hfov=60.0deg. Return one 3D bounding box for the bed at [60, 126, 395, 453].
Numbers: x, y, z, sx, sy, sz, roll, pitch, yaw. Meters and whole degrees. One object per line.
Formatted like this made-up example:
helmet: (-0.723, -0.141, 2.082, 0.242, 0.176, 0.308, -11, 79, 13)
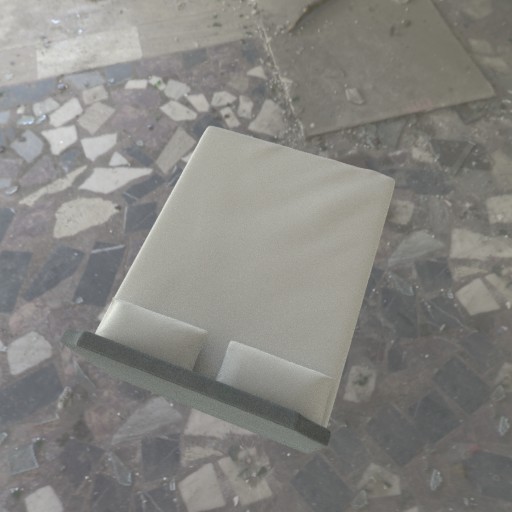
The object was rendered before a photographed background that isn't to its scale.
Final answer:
bed: (0.000, 0.000, 3.642, 1.977, 1.306, 2.464, 18, 65, 9)
